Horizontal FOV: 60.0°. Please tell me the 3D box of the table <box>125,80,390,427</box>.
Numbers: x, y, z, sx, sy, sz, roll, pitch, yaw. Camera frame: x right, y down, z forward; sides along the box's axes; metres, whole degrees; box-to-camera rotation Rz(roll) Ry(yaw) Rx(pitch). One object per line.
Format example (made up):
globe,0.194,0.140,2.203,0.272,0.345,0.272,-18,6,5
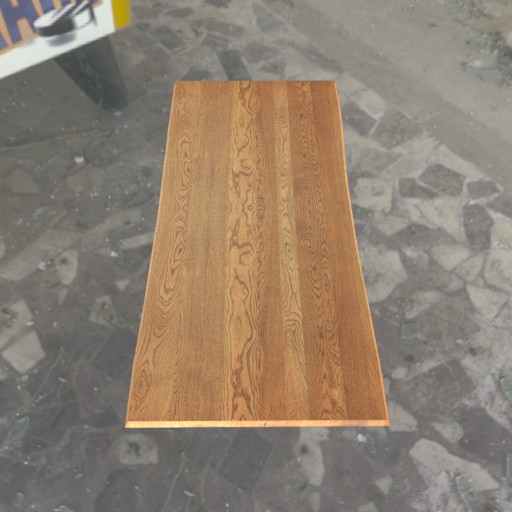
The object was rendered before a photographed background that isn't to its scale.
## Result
table,0.000,0.000,2.269,0.900,0.770,1.800,0,58,0
